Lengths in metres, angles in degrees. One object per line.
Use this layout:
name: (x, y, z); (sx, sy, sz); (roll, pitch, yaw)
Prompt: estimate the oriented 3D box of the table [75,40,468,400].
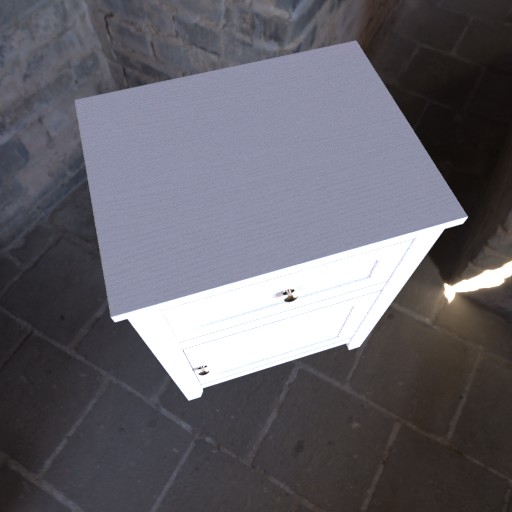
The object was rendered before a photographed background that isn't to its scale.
table: (0.000, 0.000, 0.927); (0.480, 0.635, 0.381); (-15, 63, -8)
